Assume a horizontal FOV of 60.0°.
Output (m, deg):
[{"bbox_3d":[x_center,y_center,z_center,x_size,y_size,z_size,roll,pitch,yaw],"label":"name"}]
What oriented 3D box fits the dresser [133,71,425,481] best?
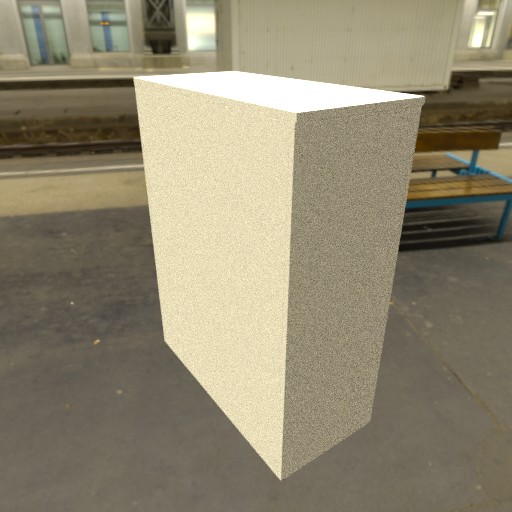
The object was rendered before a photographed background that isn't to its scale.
[{"bbox_3d":[0.000,0.000,1.438,0.380,1.040,0.800,-18,32,-31],"label":"dresser"}]
